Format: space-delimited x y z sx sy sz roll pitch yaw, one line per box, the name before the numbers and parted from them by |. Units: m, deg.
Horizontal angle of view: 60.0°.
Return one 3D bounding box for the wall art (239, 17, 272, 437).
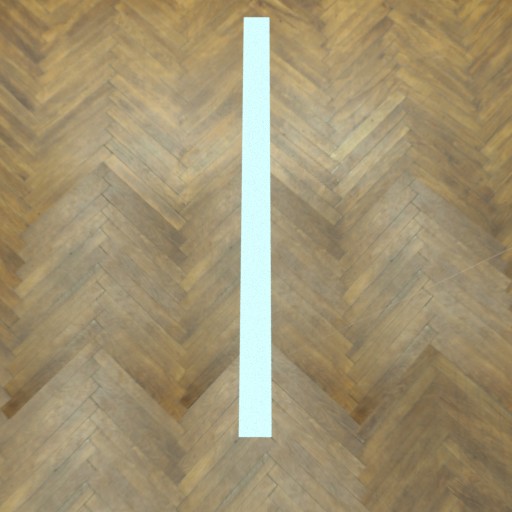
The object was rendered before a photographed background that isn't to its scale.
wall art | 0.000 0.000 0.457 0.020 0.307 0.307 0 76 0
